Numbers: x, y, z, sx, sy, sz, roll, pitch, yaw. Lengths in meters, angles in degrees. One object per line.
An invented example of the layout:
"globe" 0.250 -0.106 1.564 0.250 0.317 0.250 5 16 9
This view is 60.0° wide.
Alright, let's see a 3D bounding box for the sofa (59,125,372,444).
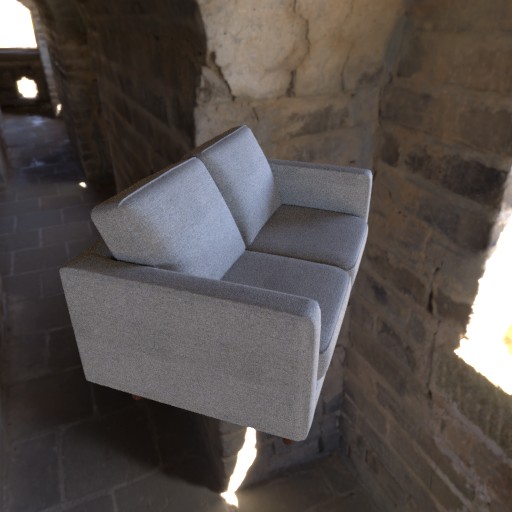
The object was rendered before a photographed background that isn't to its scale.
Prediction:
"sofa" 0.000 0.000 2.196 0.969 0.973 1.527 10 30 17
